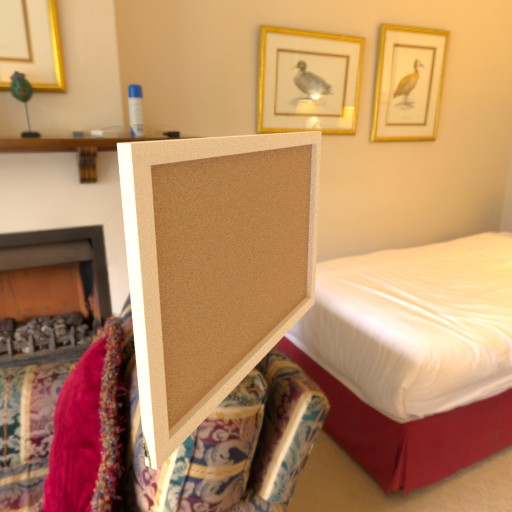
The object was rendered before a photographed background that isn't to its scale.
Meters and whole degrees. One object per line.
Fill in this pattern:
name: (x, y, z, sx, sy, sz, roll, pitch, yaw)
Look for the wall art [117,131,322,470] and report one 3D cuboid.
wall art: (0.000, 0.000, 1.456, 0.038, 0.767, 1.144, 8, 19, 25)
